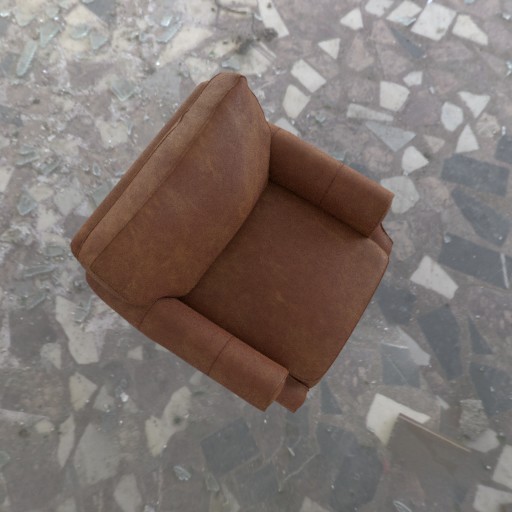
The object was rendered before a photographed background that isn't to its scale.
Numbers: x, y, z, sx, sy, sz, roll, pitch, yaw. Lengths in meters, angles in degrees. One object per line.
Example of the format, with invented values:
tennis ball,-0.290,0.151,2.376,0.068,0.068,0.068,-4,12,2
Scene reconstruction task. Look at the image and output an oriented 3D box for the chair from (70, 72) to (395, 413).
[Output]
chair,0.000,0.000,1.780,0.986,0.962,0.983,32,76,9
